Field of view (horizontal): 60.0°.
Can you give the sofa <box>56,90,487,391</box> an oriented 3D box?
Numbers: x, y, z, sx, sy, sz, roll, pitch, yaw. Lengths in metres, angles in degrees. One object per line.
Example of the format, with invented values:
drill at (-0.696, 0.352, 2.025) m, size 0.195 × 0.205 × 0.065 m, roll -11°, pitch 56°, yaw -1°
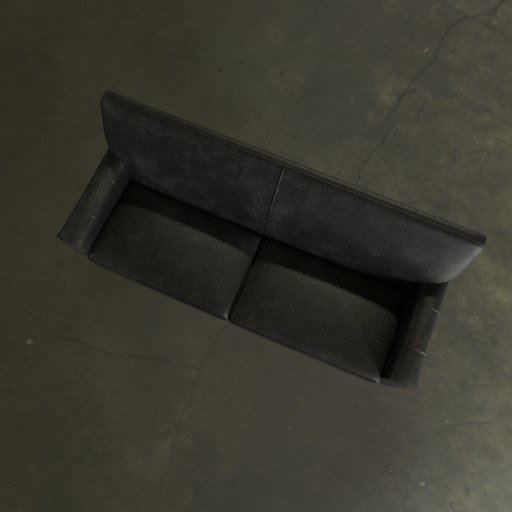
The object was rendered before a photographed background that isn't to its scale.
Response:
sofa at (0.000, 0.000, 2.533) m, size 2.053 × 0.947 × 0.805 m, roll 22°, pitch 76°, yaw 6°
